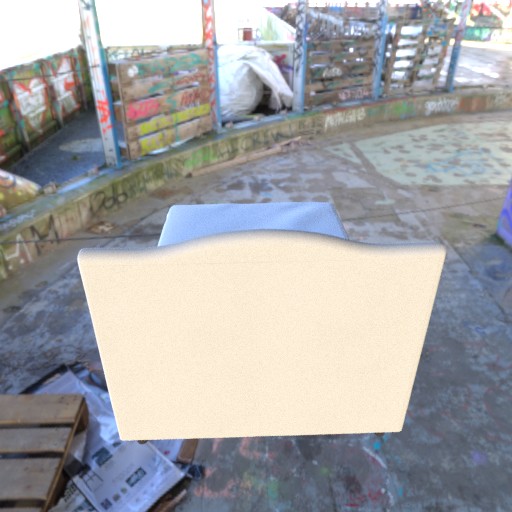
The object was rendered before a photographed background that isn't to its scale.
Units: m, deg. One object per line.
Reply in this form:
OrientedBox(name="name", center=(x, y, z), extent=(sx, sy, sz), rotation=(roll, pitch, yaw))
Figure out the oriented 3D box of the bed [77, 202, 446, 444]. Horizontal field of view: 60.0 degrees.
OrientedBox(name="bed", center=(0.000, 0.000, 3.162), extent=(1.678, 1.398, 2.052), rotation=(-1, 30, -2))
